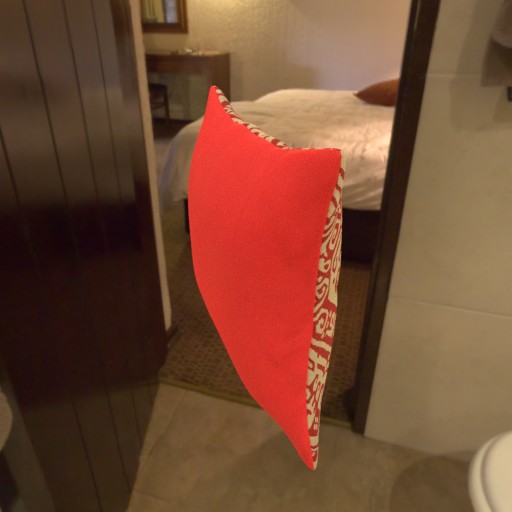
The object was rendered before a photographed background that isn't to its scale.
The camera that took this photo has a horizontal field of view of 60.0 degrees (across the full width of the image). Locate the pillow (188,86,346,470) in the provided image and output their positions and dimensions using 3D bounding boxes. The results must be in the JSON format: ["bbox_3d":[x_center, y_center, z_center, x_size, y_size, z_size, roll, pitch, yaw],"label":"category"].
[{"bbox_3d":[0.000,0.000,0.787,0.192,0.507,0.522,-10,30,-17],"label":"pillow"}]
